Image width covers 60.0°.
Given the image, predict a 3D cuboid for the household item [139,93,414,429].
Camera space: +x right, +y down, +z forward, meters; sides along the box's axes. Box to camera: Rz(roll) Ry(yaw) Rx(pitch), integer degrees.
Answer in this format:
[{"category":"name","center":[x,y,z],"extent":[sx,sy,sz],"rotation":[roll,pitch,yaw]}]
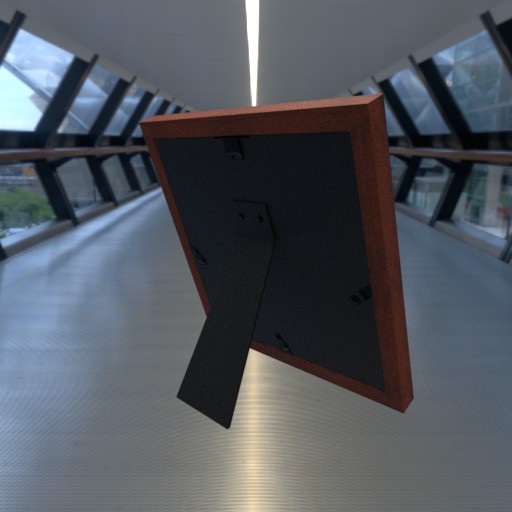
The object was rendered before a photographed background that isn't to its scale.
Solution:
[{"category":"household item","center":[0.000,0.000,0.379],"extent":[0.240,0.240,0.131],"rotation":[13,18,43]}]
